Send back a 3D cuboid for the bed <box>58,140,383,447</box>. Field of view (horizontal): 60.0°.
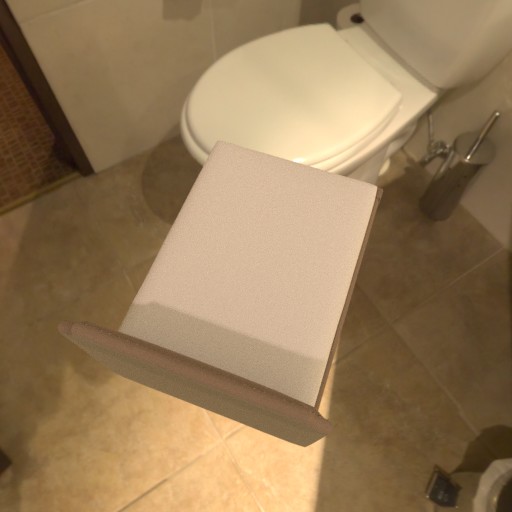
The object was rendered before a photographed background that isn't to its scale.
[{"bbox_3d":[0.000,0.000,3.539,1.713,1.443,2.372,18,65,9],"label":"bed"}]
